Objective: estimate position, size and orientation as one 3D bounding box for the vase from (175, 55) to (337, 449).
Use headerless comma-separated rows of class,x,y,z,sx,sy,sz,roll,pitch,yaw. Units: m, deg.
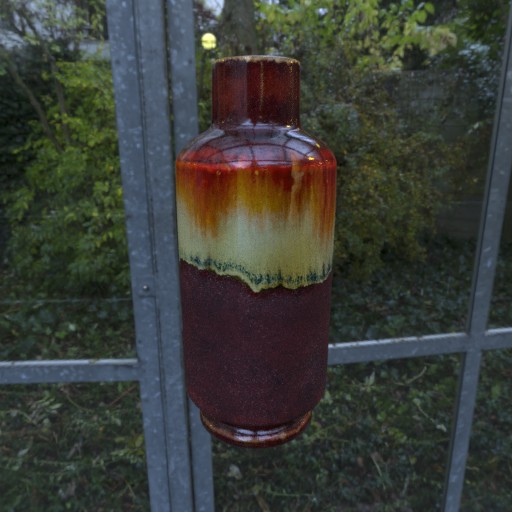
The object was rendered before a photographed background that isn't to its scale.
vase,0.000,0.000,0.323,0.111,0.261,0.111,0,16,0
